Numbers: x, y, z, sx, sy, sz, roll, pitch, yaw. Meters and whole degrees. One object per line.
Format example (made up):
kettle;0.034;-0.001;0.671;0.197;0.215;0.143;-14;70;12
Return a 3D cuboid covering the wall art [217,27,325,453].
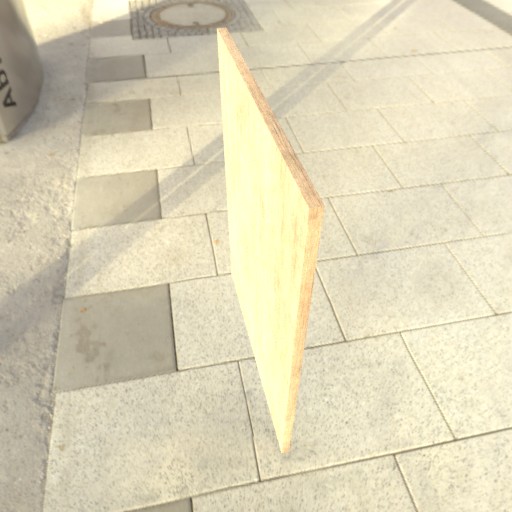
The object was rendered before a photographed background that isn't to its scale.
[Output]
wall art;0.000;0.000;0.892;0.018;0.686;0.534;-10;47;-10
